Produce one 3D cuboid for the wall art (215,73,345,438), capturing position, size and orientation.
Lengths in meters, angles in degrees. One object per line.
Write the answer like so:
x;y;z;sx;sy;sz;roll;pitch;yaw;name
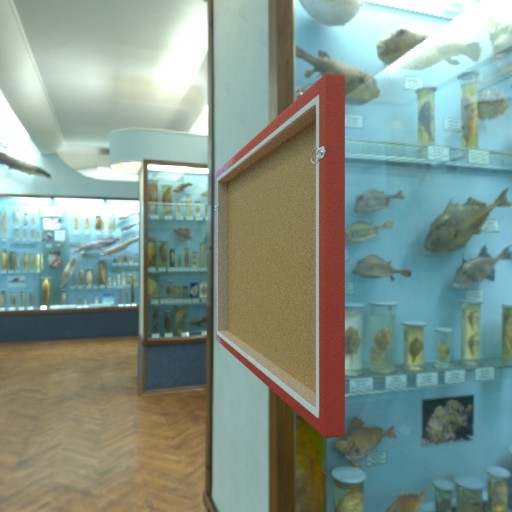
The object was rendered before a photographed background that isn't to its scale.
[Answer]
0.000;0.000;1.174;0.040;0.609;0.913;0;0;-17;wall art
